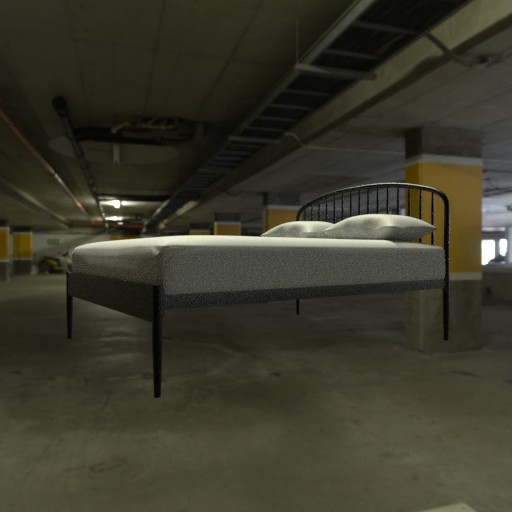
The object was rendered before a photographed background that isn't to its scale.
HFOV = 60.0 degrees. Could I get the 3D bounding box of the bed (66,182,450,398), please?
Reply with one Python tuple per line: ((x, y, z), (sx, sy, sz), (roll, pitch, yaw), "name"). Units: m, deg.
((0.000, 0.000, 3.101), (2.159, 1.166, 1.618), (0, 0, -35), "bed")
